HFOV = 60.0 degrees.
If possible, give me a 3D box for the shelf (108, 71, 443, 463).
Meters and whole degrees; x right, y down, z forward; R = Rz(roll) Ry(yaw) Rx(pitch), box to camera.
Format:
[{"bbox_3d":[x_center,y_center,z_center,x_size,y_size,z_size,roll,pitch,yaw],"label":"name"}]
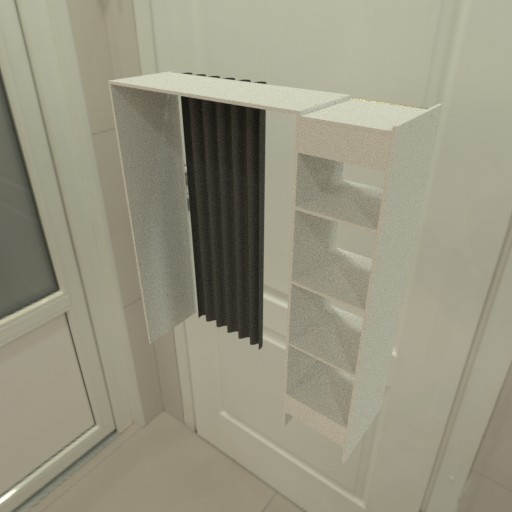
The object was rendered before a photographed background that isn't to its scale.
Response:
[{"bbox_3d":[0.000,0.000,2.548,1.600,1.810,0.500,21,36,32],"label":"shelf"}]
